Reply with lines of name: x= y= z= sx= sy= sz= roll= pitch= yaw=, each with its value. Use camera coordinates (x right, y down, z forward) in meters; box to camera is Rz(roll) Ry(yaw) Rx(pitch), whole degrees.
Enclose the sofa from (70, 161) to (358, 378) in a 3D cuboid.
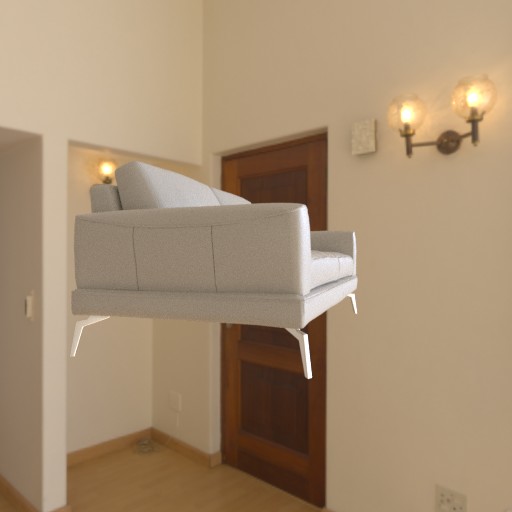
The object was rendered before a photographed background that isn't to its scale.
sofa: x=0.000 y=0.000 z=2.832 sx=1.121 sy=0.930 sz=2.177 roll=0 pitch=0 yaw=18
